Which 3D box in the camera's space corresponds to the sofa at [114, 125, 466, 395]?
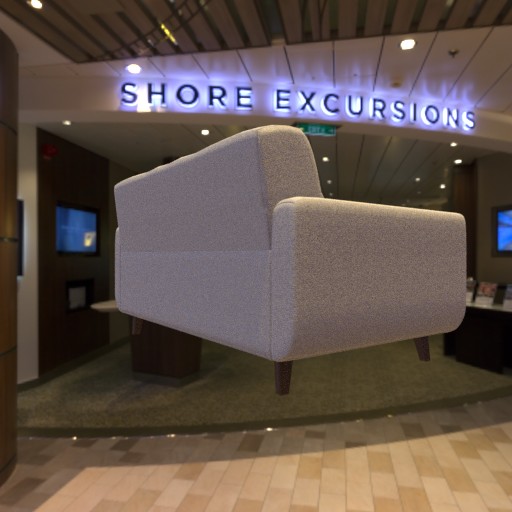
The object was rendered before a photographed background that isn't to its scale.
[{"bbox_3d":[0.000,0.000,2.211,0.980,0.892,1.655,0,0,-35],"label":"sofa"}]
